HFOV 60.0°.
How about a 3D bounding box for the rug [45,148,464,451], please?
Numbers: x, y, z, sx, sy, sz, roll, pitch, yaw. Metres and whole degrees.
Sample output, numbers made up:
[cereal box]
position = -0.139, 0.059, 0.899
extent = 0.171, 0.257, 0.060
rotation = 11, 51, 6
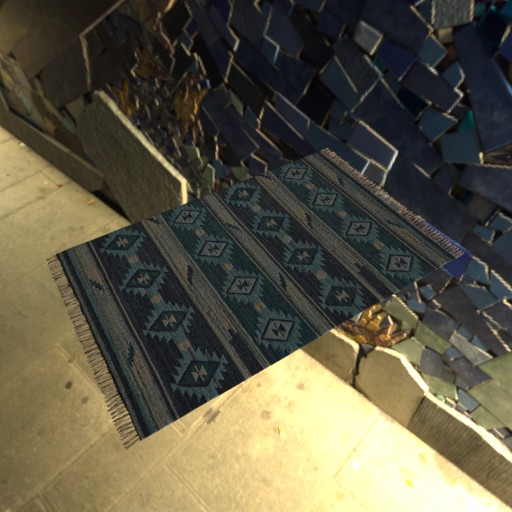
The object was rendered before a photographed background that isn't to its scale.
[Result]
[rug]
position = 0.000, 0.000, 2.373
extent = 1.936, 0.028, 1.181
rotation = -25, 52, -21
